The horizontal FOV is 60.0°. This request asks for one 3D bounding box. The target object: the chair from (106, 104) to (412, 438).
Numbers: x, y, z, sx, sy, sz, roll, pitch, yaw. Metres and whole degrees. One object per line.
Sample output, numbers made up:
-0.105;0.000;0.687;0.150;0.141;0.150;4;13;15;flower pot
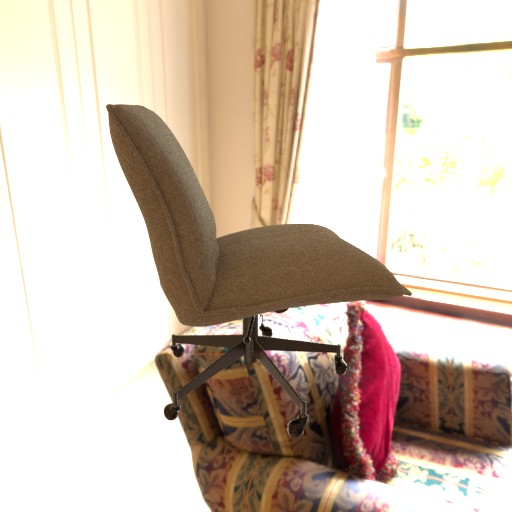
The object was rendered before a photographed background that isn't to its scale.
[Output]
0.000;0.000;1.263;0.696;0.811;0.597;-3;17;-9;chair
